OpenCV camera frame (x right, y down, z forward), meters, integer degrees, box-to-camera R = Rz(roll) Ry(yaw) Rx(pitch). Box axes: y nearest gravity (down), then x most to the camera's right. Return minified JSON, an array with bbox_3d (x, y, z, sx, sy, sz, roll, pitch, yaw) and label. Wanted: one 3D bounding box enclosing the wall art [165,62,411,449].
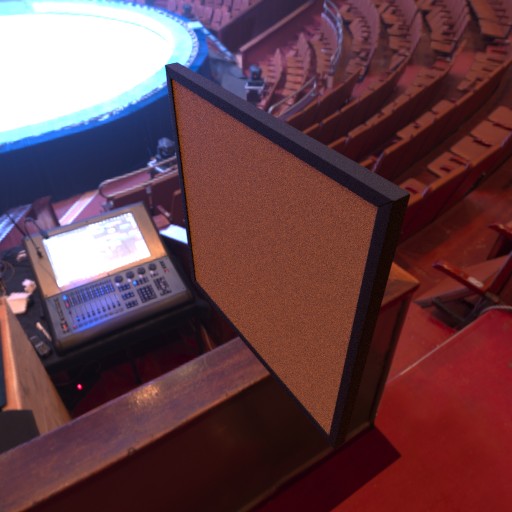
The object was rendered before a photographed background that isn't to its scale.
[{"bbox_3d":[0.000,0.000,1.142,0.037,0.763,0.763,-24,46,-26],"label":"wall art"}]
